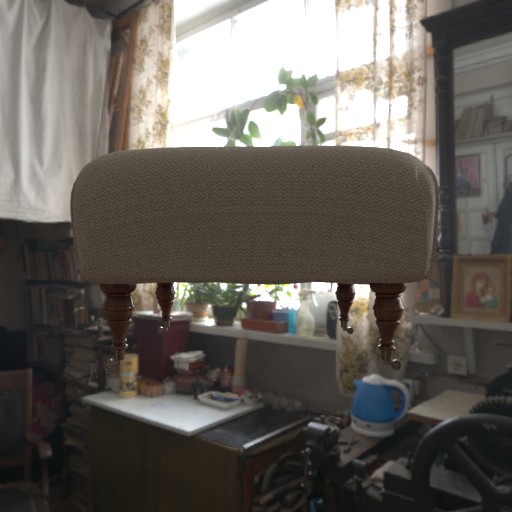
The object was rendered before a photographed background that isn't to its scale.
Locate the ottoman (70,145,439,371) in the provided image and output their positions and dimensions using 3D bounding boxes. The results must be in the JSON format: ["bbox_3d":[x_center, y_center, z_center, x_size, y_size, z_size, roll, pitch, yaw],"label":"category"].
[{"bbox_3d":[0.000,0.000,1.068,0.684,0.447,0.622,0,-1,1],"label":"ottoman"}]
